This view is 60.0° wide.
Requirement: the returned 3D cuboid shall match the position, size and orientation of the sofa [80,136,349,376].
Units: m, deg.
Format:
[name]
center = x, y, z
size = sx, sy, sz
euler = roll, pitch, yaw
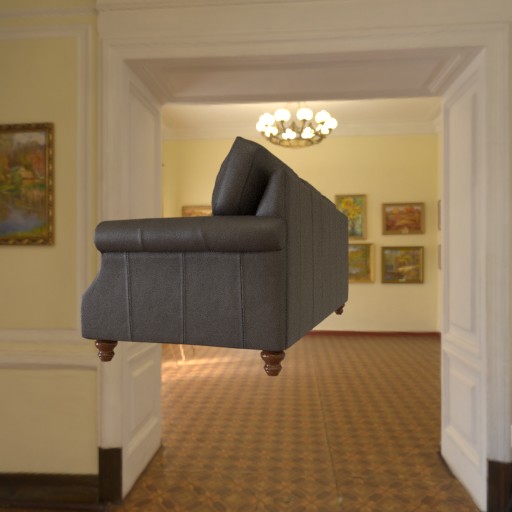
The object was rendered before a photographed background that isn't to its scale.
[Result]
[sofa]
center = 0.000, 0.000, 2.906
size = 0.974, 0.977, 2.387
euler = 0, 0, 18
